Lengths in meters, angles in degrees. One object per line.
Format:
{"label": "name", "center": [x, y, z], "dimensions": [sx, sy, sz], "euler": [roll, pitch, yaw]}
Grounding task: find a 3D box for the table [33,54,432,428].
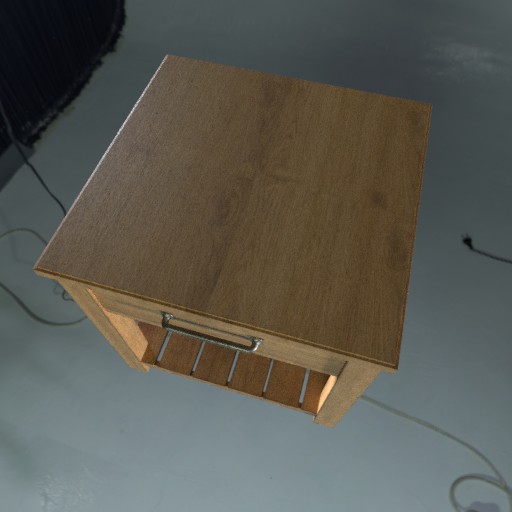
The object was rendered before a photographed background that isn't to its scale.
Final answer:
{"label": "table", "center": [0.000, 0.000, 1.103], "dimensions": [0.616, 0.593, 0.612], "euler": [14, 60, 8]}
